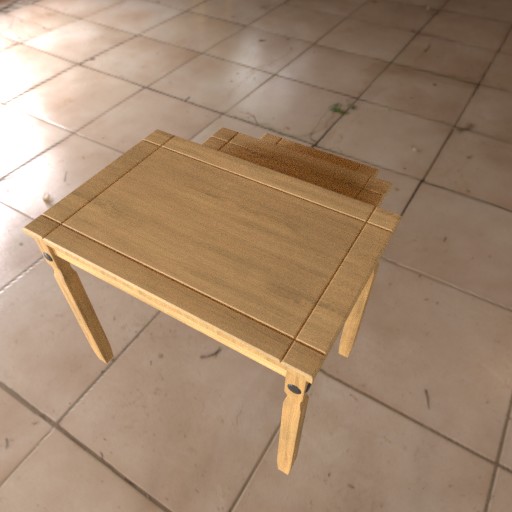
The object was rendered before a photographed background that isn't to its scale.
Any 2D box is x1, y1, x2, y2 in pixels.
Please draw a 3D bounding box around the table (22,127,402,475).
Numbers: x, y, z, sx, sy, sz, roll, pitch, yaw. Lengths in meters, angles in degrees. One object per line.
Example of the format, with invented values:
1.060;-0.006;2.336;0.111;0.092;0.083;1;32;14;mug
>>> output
0.000;0.000;1.218;0.660;0.535;0.773;24;52;20;table
